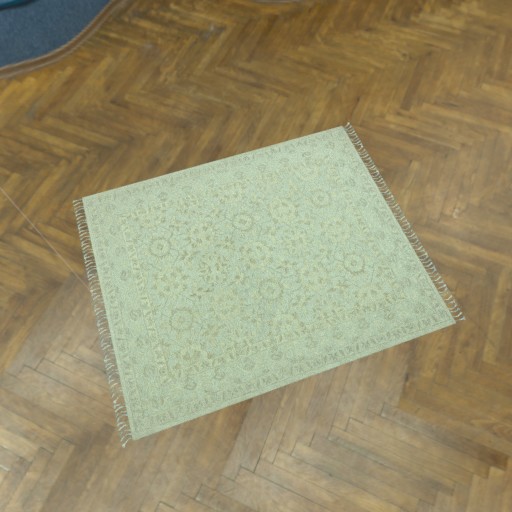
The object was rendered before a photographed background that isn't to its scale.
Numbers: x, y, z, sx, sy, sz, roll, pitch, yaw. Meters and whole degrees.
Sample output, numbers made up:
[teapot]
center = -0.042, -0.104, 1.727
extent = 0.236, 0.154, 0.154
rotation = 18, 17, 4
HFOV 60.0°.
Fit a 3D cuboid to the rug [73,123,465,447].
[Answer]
[rug]
center = 0.000, 0.000, 4.140
extent = 3.043, 0.013, 2.444
rotation = -17, 65, -9
